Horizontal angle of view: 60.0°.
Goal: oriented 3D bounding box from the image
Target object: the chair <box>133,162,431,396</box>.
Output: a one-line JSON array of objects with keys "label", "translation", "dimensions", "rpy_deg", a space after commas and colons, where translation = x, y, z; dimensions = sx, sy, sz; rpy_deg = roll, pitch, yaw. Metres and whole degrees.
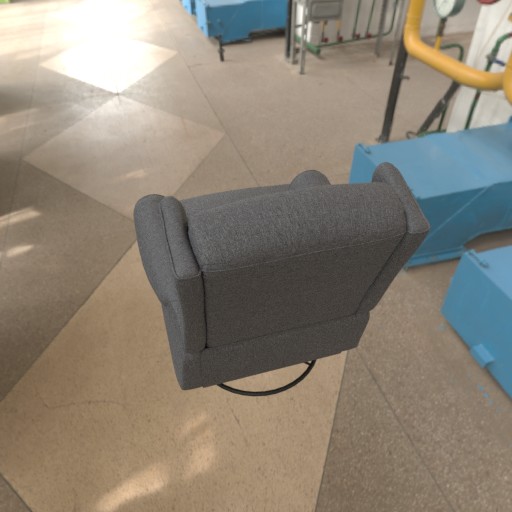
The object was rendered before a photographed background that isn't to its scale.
[{"label": "chair", "translation": [0.000, 0.000, 1.687], "dimensions": [0.847, 1.011, 0.969], "rpy_deg": [-11, 42, -12]}]
